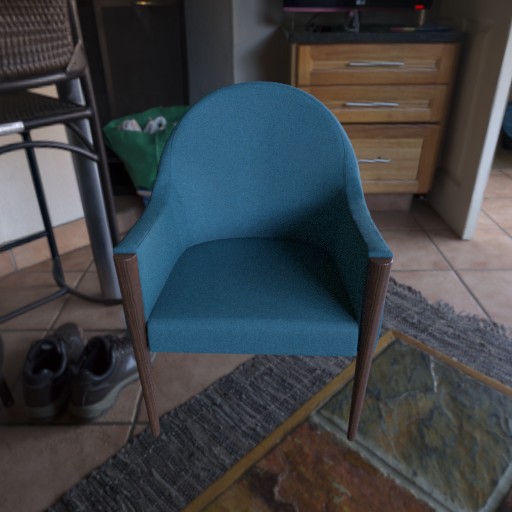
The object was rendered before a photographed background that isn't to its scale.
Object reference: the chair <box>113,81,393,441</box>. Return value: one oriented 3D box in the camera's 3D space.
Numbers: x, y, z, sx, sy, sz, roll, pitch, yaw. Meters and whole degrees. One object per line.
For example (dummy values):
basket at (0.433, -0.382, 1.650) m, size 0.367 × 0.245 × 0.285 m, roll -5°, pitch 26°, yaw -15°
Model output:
chair at (0.000, 0.000, 1.342) m, size 0.656 × 0.907 × 0.652 m, roll 1°, pitch 29°, yaw 2°
